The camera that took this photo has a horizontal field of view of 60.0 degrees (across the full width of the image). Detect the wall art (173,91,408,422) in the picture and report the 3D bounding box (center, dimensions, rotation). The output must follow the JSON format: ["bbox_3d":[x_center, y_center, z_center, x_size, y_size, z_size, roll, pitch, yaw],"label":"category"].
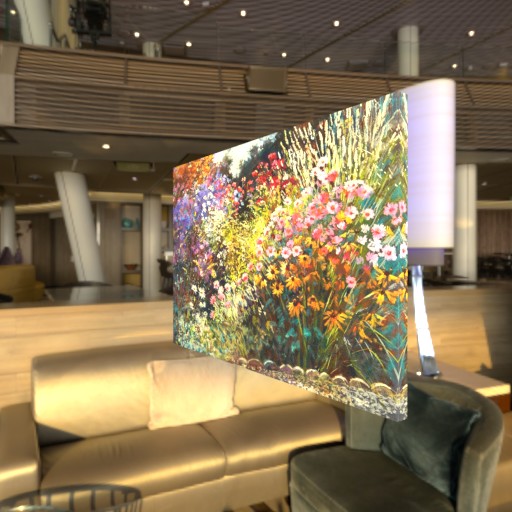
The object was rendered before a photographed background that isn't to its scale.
[{"bbox_3d":[0.000,0.000,1.482,0.042,0.760,1.136,0,0,-37],"label":"wall art"}]
